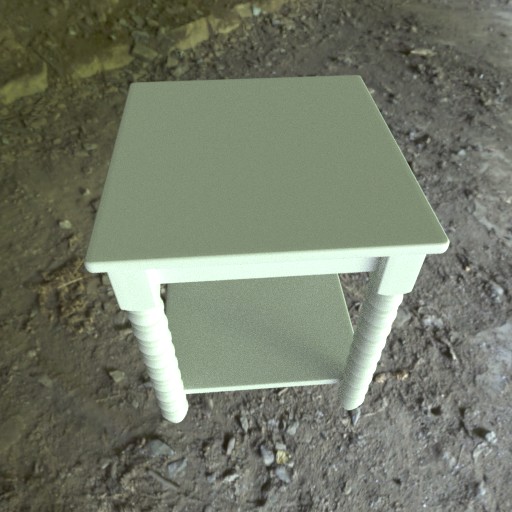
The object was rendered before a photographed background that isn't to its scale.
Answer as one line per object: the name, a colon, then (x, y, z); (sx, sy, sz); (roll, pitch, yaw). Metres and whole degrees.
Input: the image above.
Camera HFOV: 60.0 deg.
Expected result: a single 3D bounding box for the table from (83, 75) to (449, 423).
table: (0.000, 0.000, 0.981); (0.500, 0.563, 0.533); (-3, 46, -3)
